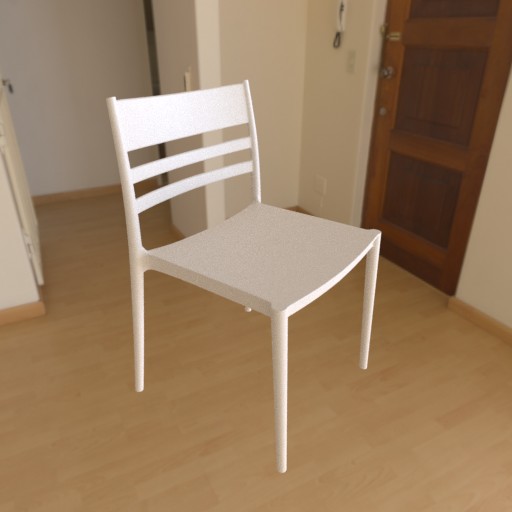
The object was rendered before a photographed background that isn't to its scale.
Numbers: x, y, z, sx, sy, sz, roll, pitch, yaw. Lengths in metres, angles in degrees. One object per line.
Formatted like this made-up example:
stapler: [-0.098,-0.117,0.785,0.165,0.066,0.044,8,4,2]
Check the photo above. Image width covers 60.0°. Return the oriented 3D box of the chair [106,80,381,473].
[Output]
chair: [0.000,0.000,1.154,0.511,0.800,0.531,19,33,33]
